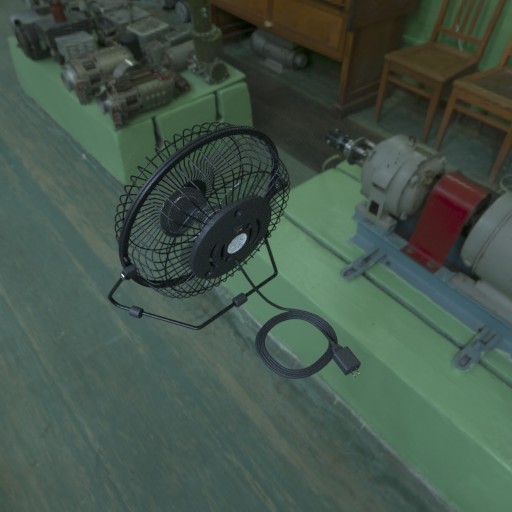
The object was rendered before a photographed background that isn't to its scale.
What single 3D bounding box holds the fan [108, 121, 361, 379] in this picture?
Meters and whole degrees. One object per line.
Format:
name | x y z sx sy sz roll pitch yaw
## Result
fan | 0.000 0.000 0.388 0.209 0.188 0.227 -33 55 -27
